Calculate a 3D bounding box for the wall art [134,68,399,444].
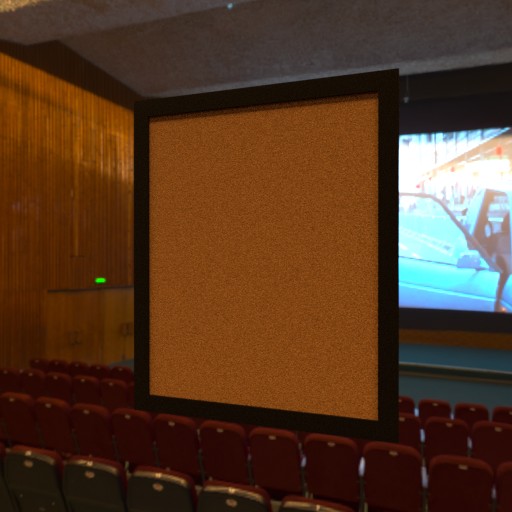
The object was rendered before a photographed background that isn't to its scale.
[{"bbox_3d":[0.000,0.000,0.745,0.457,0.559,0.029,0,0,18],"label":"wall art"}]
